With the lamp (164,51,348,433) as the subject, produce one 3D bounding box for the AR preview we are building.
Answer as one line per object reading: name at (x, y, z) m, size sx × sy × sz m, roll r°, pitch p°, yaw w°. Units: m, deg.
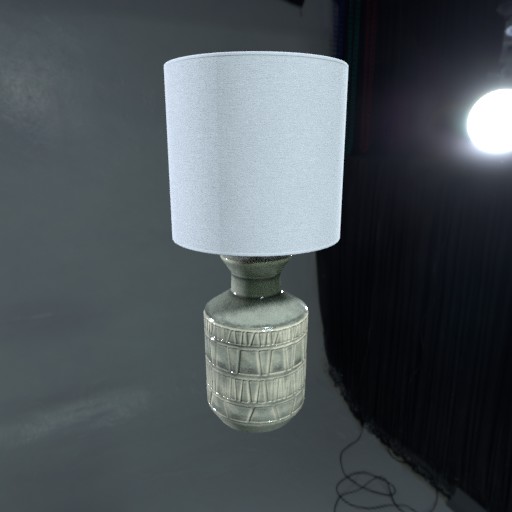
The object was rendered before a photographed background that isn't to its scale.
lamp at (0.000, 0.000, 0.576) m, size 0.211 × 0.455 × 0.211 m, roll -8°, pitch 17°, yaw -27°
